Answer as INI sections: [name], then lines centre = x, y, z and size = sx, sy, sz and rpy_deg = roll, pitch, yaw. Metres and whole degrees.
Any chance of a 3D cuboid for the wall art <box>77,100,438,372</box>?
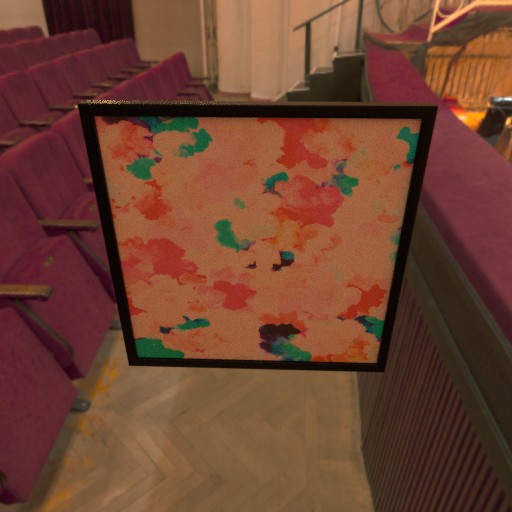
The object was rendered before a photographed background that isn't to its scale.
[wall art]
centre = 0.000, 0.000, 1.134
size = 0.756, 0.755, 0.036
rpy_deg = 1, 30, 2
